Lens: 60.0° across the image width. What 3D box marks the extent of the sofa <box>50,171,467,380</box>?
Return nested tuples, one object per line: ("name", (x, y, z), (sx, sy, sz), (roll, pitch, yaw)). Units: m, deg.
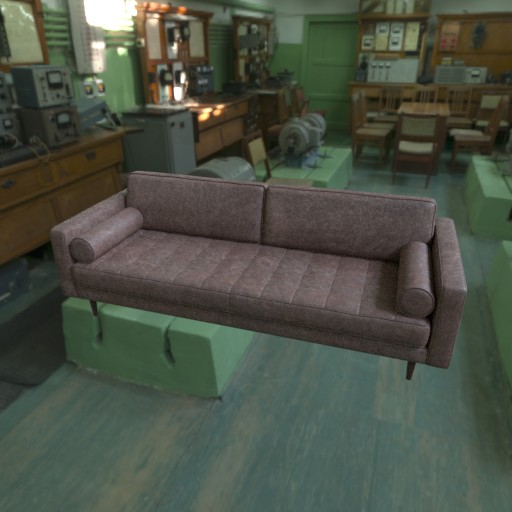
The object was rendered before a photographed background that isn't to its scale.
("sofa", (0.000, 0.000, 2.651), (2.210, 0.762, 0.914), (8, 27, 16))
